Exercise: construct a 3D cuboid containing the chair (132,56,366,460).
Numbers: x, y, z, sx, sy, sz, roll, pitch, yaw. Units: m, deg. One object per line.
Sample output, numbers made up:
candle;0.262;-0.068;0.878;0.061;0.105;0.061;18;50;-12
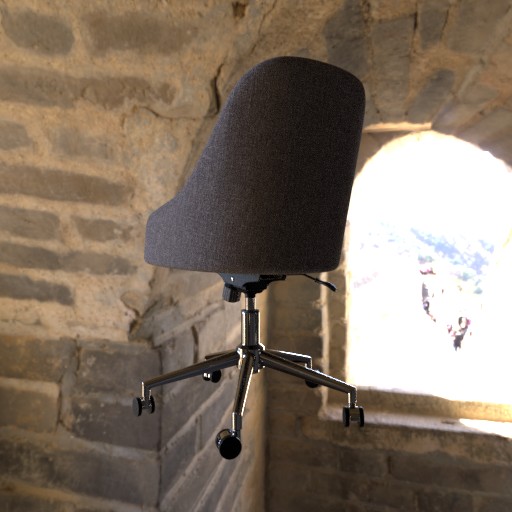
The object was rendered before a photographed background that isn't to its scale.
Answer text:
chair;0.000;0.000;1.386;0.671;0.950;0.712;0;0;-35
